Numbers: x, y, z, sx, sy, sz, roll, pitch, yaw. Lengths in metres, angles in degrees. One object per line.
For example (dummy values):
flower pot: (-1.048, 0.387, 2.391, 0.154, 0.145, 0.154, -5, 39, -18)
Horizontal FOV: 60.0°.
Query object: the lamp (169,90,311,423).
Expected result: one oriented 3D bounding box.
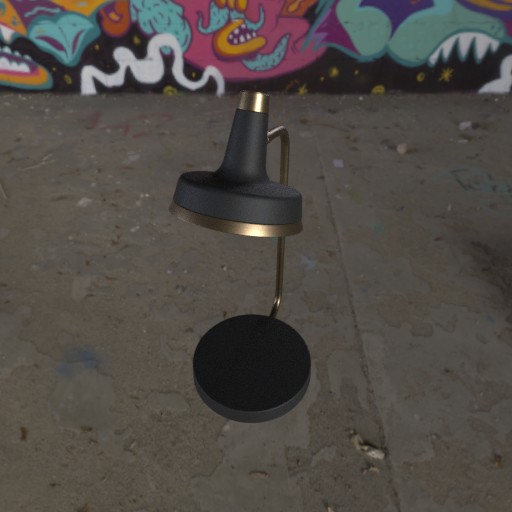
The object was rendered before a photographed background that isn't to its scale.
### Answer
lamp: (0.000, 0.000, 0.499, 0.162, 0.385, 0.218, 13, 42, 15)
